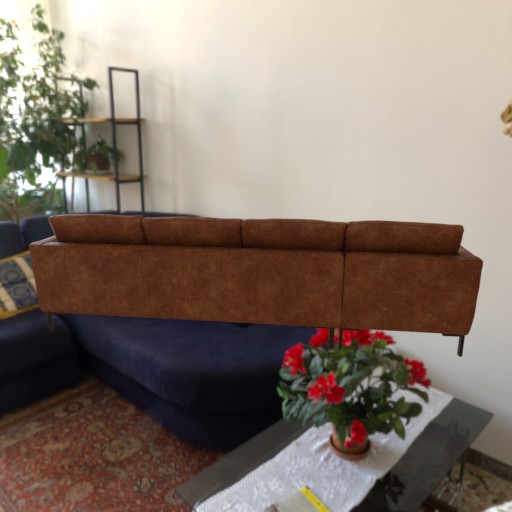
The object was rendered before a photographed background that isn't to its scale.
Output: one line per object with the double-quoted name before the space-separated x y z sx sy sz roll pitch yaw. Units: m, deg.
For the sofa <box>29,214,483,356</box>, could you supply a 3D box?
"sofa" 0.000 0.000 3.619 2.993 0.859 1.471 2 16 7
